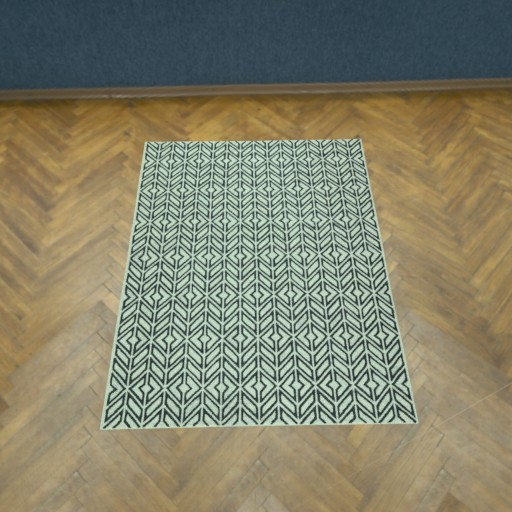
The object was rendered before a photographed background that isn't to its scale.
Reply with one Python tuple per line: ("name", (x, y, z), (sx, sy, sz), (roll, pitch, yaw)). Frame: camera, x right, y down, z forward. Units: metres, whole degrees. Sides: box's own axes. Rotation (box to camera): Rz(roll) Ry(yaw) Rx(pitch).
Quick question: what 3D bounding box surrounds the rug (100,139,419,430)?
("rug", (0.000, 0.000, 4.164), (2.421, 0.008, 3.045), (-1, 58, -1))
